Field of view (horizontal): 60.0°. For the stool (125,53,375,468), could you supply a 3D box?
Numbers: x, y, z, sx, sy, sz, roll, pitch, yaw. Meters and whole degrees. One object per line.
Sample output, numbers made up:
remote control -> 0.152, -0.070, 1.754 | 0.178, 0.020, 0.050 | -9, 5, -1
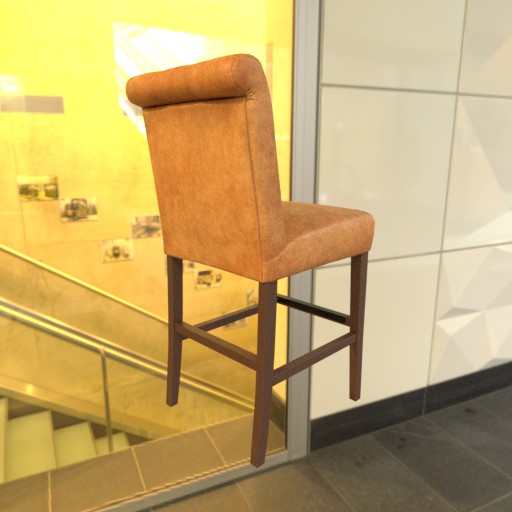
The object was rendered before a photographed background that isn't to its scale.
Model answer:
stool -> 0.000, 0.000, 1.378 | 0.601, 1.047, 0.493 | -13, 19, -43
